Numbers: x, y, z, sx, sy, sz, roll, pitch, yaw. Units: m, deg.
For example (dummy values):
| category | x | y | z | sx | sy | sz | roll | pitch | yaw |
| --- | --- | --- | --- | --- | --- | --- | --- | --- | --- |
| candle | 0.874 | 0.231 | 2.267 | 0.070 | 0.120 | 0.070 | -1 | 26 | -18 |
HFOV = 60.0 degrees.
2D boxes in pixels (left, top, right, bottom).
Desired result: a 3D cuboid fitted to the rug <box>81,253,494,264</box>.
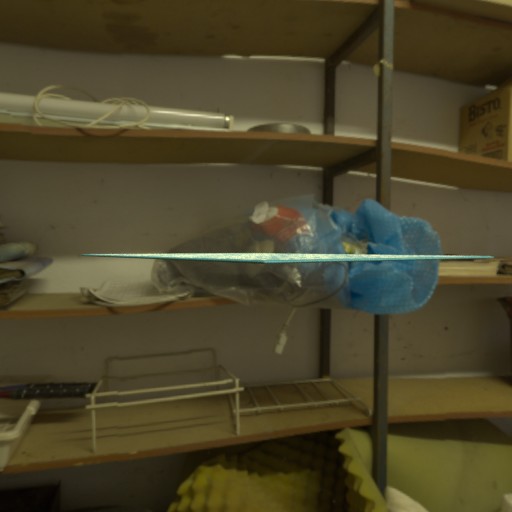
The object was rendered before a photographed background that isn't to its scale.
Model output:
| category | x | y | z | sx | sy | sz | roll | pitch | yaw |
| --- | --- | --- | --- | --- | --- | --- | --- | --- | --- |
| rug | 0.000 | 0.000 | 2.808 | 1.554 | 0.012 | 2.205 | -1 | 1 | -36 |
